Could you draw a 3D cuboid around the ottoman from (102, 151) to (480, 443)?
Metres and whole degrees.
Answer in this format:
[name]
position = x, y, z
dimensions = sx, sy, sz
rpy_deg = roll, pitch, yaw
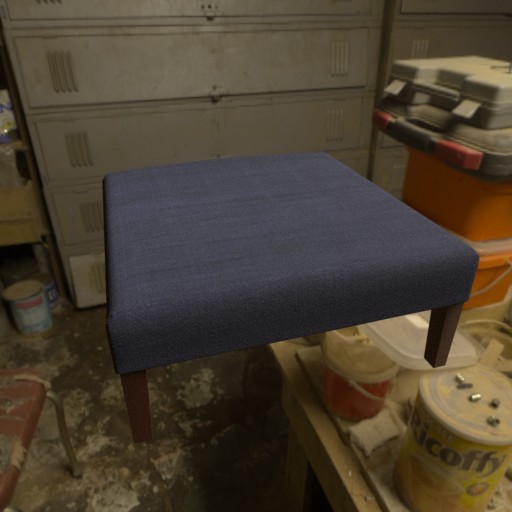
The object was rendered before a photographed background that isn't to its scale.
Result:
[ottoman]
position = 0.000, 0.000, 1.414
dimensions = 0.890, 0.411, 0.889
rpy_deg = -9, 31, -15
